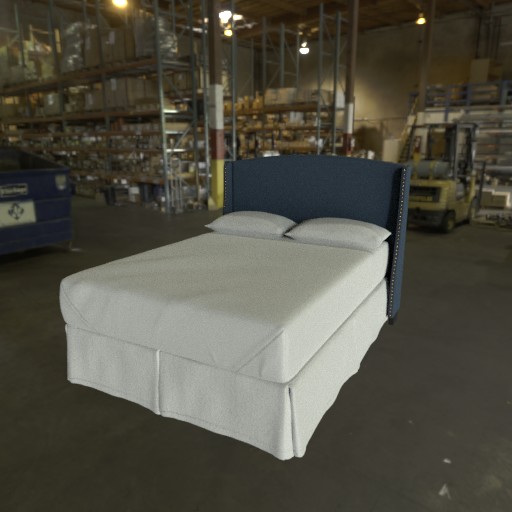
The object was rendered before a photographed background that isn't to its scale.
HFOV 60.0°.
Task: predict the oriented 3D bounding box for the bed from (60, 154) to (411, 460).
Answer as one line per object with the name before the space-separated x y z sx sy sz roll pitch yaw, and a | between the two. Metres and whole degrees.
bed | 0.000 0.000 3.249 1.710 1.407 2.237 8 16 28
